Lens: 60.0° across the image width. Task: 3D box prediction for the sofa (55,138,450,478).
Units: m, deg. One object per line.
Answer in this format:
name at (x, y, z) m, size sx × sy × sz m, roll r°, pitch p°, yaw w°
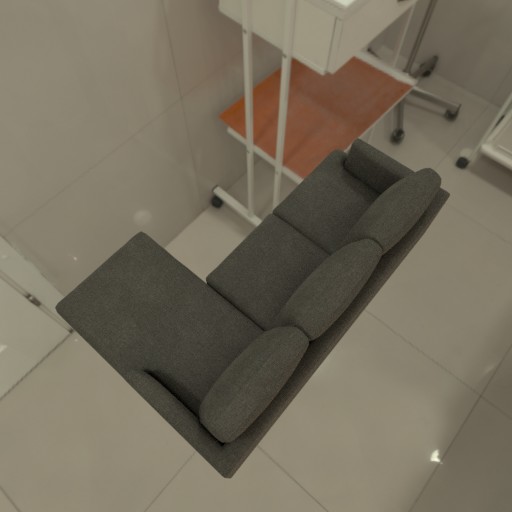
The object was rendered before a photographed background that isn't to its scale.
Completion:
sofa at (0.000, 0.000, 2.958) m, size 1.504 × 0.956 × 2.233 m, roll 37°, pitch 69°, yaw 17°
